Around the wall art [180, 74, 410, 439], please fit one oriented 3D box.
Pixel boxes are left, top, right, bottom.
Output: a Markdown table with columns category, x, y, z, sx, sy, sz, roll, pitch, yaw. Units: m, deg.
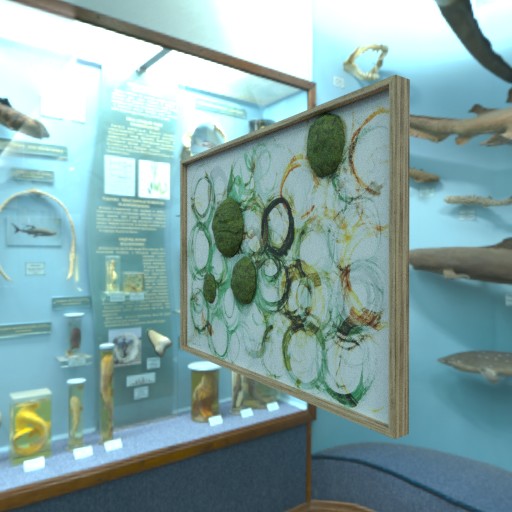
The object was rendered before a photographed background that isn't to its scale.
| category | x | y | z | sx | sy | sz | roll | pitch | yaw |
| --- | --- | --- | --- | --- | --- | --- | --- | --- | --- |
| wall art | 0.000 | 0.000 | 1.091 | 0.063 | 0.609 | 0.841 | 0 | 1 | -35 |
